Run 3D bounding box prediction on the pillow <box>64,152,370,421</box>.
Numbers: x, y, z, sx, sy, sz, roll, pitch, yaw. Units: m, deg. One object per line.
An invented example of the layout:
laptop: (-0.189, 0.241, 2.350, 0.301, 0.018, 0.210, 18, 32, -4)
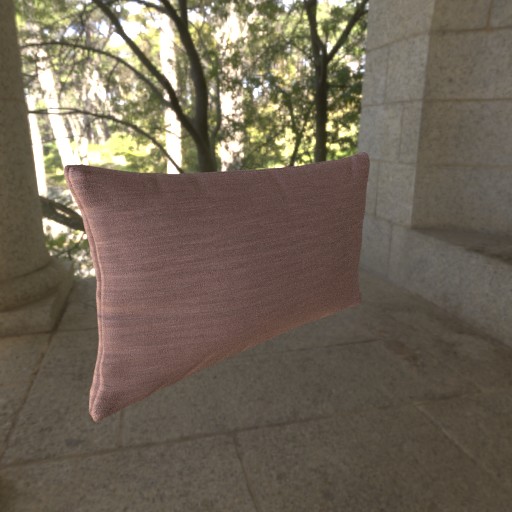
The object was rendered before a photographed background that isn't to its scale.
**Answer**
pillow: (0.000, 0.000, 0.769, 0.633, 0.338, 0.210, -14, 21, -42)
